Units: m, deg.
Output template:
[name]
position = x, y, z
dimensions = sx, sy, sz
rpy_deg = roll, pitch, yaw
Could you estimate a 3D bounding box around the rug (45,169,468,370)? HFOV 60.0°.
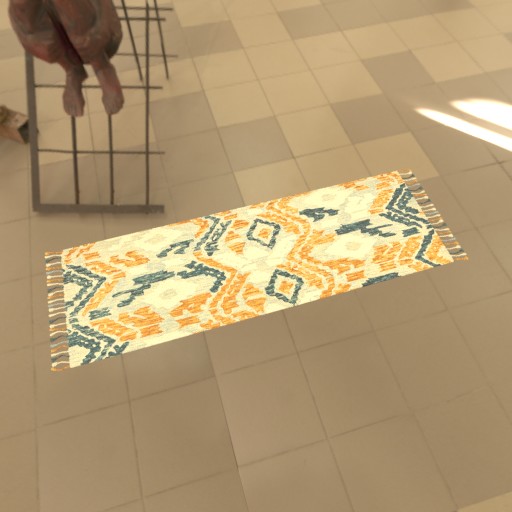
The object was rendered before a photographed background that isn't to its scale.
[rug]
position = 0.000, 0.000, 2.669
dimensions = 2.437, 0.010, 0.783
rpy_deg = -14, 59, -9
